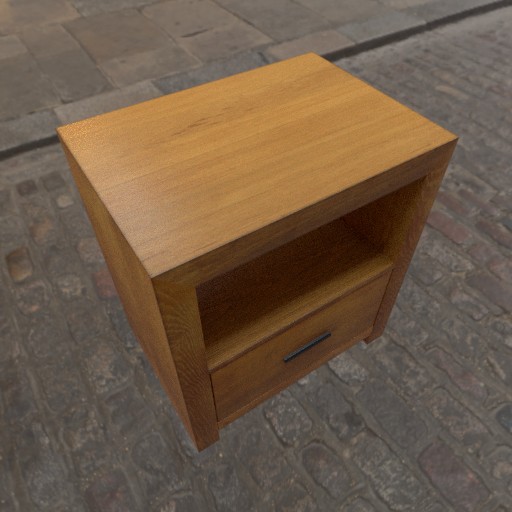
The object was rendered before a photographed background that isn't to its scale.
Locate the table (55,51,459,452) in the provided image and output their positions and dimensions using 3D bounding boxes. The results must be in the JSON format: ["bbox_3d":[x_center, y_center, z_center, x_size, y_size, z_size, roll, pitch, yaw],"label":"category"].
[{"bbox_3d":[0.000,0.000,0.961,0.550,0.605,0.400,-26,53,-22],"label":"table"}]
